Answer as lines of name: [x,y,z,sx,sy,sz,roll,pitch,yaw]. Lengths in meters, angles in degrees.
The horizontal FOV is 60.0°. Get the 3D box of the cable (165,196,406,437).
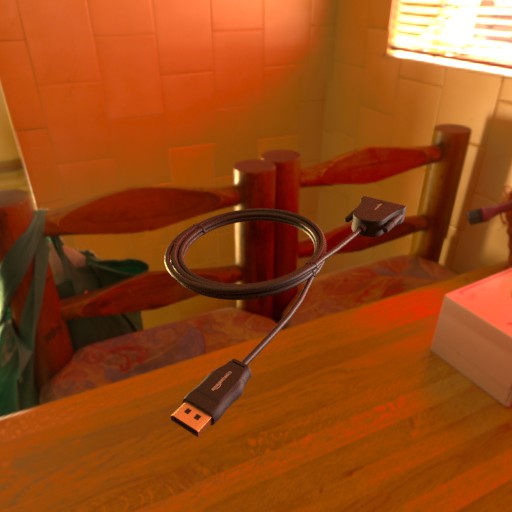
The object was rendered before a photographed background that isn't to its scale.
cable: [0.000,0.000,0.327,0.136,0.015,0.281,19,36,29]
